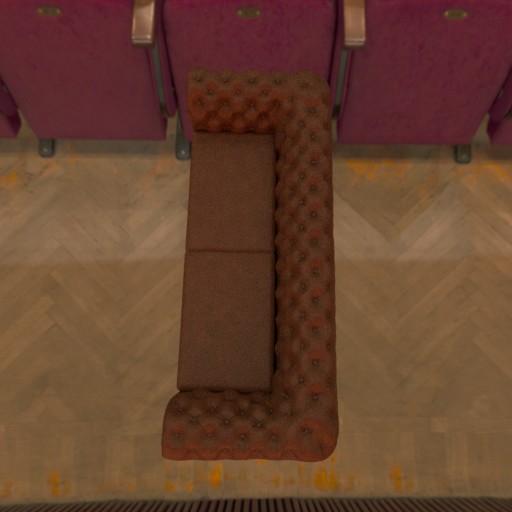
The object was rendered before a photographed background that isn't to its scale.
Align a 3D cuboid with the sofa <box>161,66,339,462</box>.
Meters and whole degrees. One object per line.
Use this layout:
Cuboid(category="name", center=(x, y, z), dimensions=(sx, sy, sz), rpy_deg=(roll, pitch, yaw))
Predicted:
Cuboid(category="sofa", center=(0.000, 0.000, 2.888), dimensions=(0.944, 0.783, 2.385), rpy_deg=(1, 76, 0))
